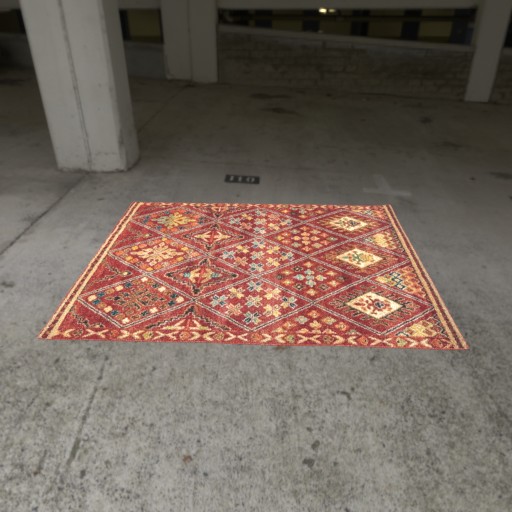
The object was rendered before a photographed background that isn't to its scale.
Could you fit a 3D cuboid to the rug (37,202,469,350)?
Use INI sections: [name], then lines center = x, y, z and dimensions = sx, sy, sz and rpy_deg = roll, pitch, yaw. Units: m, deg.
[rug]
center = 0.000, 0.000, 4.212
dimensions = 3.086, 0.030, 2.489
rpy_deg = 1, 30, 2
